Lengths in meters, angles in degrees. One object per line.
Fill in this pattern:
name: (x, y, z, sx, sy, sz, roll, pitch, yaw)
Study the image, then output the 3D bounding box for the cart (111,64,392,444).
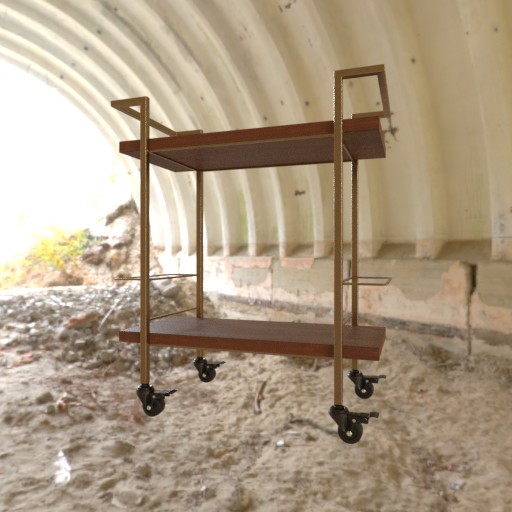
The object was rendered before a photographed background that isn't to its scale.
cart: (0.000, 0.000, 1.198, 0.695, 0.807, 0.364, 0, 0, 19)
